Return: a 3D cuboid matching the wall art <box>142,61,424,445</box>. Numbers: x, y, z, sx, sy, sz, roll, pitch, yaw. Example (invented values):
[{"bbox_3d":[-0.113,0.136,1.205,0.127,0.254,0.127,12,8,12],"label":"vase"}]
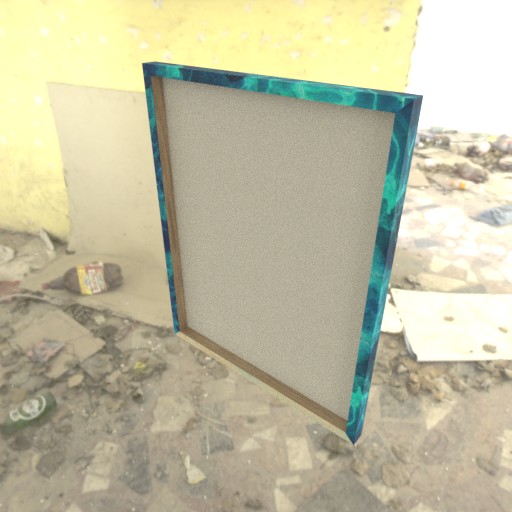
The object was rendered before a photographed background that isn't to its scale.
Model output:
[{"bbox_3d":[0.000,0.000,1.000,0.609,0.760,0.038,23,37,33],"label":"wall art"}]
